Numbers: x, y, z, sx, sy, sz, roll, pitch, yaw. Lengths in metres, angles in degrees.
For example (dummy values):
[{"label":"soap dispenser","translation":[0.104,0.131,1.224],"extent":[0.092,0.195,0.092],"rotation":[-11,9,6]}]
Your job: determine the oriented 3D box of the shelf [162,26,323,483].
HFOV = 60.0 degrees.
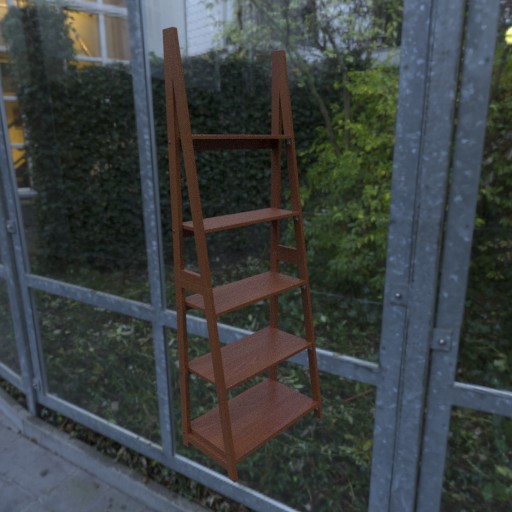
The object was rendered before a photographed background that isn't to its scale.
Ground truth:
[{"label":"shelf","translation":[0.000,0.000,1.959],"extent":[0.356,1.780,0.630],"rotation":[14,20,42]}]
